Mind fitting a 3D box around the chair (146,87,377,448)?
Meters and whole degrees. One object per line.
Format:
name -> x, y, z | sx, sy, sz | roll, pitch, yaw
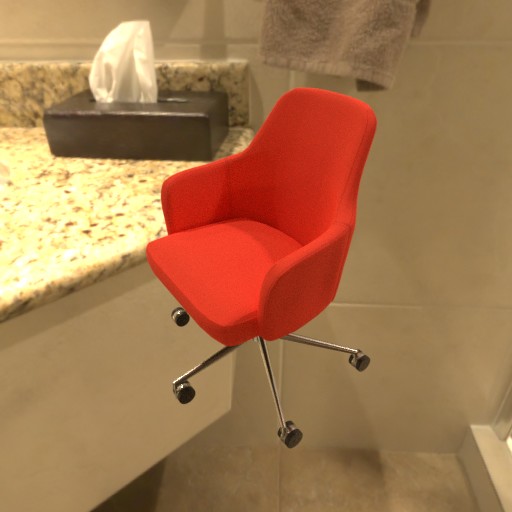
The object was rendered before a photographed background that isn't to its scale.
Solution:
chair -> 0.000, 0.000, 1.257 | 0.600, 0.820, 0.655 | -20, 38, -28
